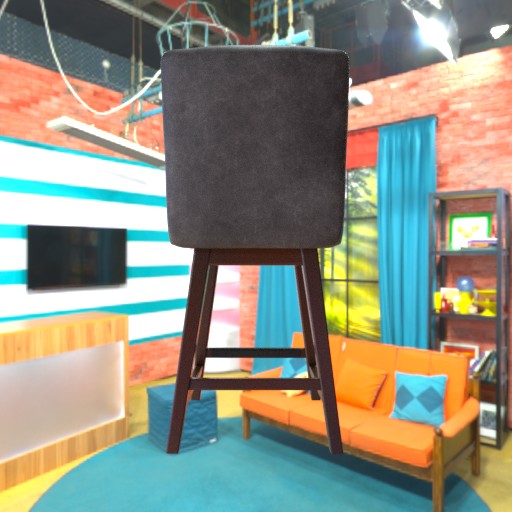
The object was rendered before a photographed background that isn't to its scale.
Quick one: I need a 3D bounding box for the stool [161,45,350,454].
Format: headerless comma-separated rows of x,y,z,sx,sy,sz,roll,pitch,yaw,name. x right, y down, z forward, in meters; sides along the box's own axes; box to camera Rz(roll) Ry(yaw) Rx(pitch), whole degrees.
0.000,0.000,1.371,0.492,1.046,0.587,0,0,0,stool
